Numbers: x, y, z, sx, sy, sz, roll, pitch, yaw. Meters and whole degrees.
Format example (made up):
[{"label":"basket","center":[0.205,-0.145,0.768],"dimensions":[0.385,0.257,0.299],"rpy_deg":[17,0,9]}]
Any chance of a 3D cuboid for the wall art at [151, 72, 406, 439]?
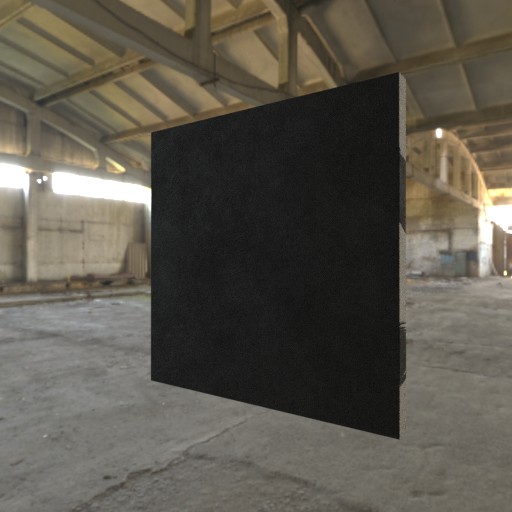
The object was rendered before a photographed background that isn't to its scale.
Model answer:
[{"label":"wall art","center":[0.000,0.000,1.161],"dimensions":[0.765,0.765,0.046],"rpy_deg":[0,0,36]}]
